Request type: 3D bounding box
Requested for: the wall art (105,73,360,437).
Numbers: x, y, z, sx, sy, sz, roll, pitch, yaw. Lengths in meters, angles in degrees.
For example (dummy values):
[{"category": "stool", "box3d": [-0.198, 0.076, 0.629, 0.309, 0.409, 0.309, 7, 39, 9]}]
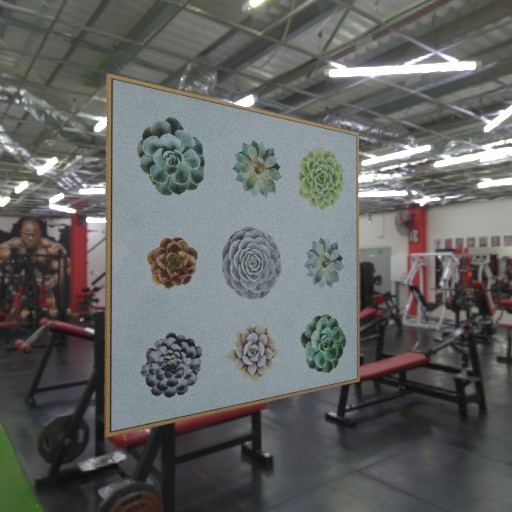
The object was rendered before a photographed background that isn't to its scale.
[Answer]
[{"category": "wall art", "box3d": [0.000, 0.000, 1.445, 0.962, 0.959, 0.013, 1, -1, -35]}]
